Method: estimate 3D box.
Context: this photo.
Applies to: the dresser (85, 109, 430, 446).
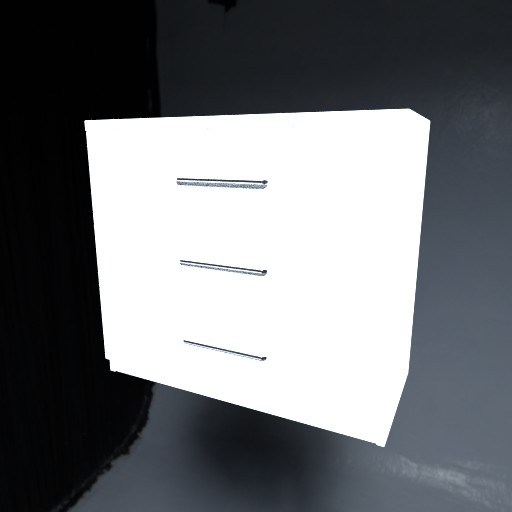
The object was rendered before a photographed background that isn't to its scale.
[{"bbox_3d":[0.000,0.000,1.265,0.830,0.740,0.420,7,15,25],"label":"dresser"}]
